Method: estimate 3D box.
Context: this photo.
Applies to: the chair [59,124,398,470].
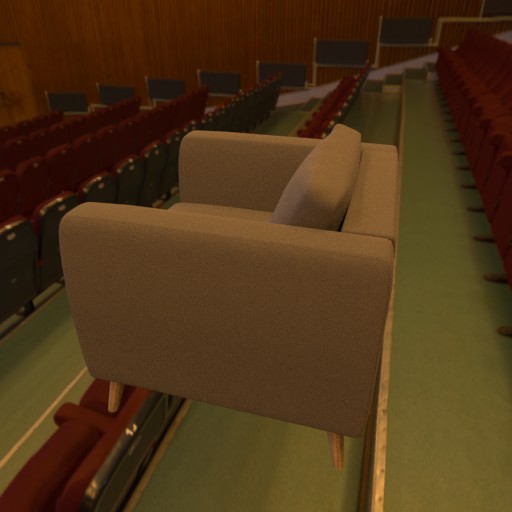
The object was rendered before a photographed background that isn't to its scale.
[{"bbox_3d":[0.000,0.000,1.641,0.930,0.860,1.000,8,32,14],"label":"chair"}]
